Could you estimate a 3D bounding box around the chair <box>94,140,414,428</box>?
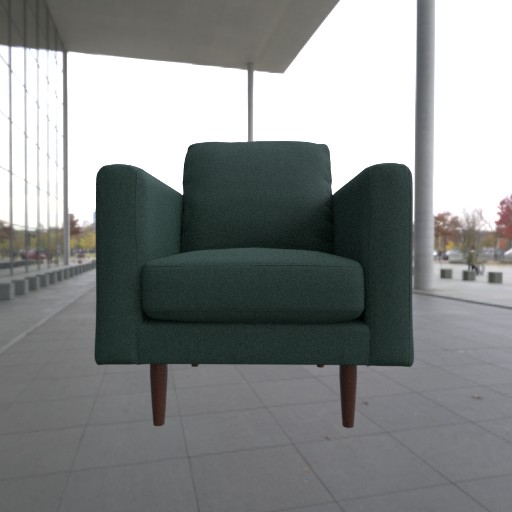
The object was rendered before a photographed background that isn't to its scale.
[{"bbox_3d":[0.000,0.000,1.530,0.855,0.927,0.800,0,1,1],"label":"chair"}]
